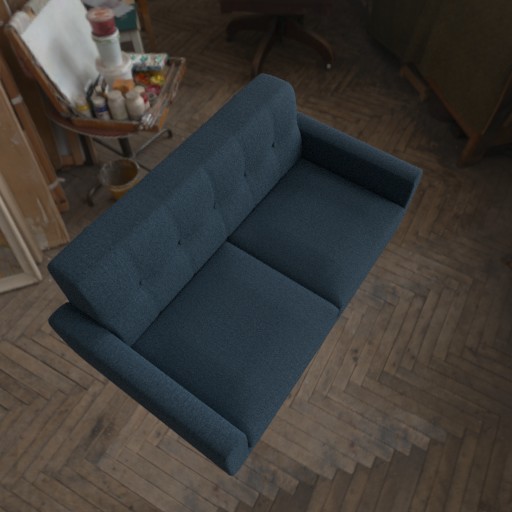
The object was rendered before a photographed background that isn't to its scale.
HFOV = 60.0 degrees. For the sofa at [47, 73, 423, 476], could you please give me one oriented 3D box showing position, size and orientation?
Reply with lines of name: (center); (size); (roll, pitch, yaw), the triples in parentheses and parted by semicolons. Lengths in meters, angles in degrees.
sofa: (0.000, 0.000, 2.130); (0.942, 0.896, 1.651); (31, 63, 18)
